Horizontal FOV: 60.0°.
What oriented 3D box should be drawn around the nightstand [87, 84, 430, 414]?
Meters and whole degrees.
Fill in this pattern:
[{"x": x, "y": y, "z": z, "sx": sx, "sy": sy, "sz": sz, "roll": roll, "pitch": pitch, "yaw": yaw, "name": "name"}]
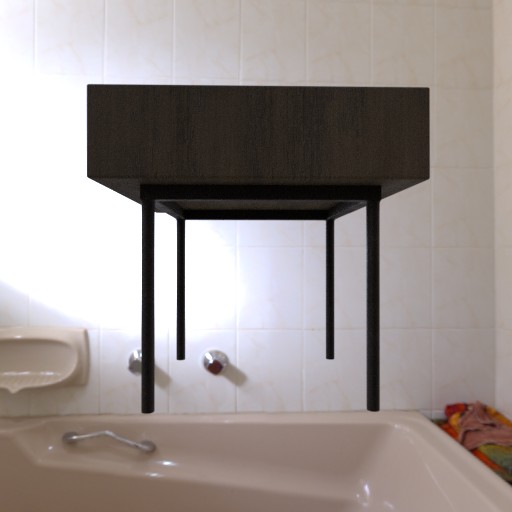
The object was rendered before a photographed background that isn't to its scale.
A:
[{"x": 0.000, "y": 0.000, "z": 0.895, "sx": 0.503, "sy": 0.497, "sz": 0.502, "roll": 0, "pitch": 0, "yaw": -1, "name": "nightstand"}]
